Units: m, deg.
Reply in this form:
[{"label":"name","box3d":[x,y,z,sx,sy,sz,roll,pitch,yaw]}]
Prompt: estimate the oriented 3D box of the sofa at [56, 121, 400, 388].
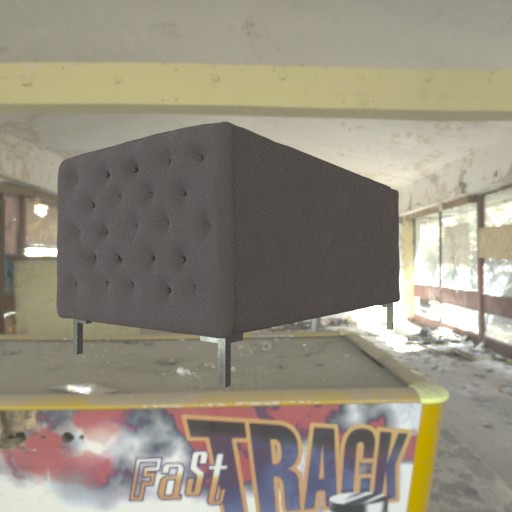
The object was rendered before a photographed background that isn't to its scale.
[{"label":"sofa","box3d":[0.000,0.000,2.141,0.909,0.810,1.583,-1,-1,36]}]
